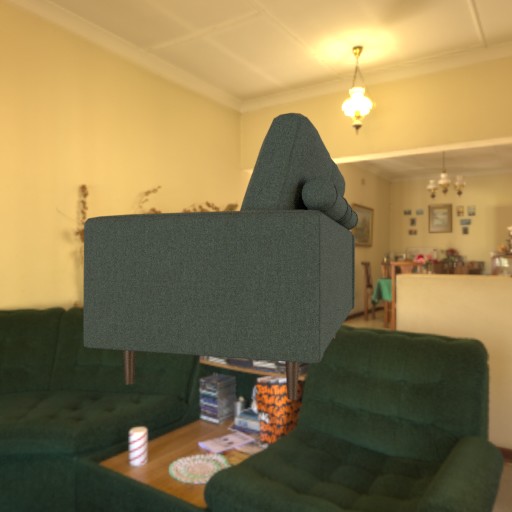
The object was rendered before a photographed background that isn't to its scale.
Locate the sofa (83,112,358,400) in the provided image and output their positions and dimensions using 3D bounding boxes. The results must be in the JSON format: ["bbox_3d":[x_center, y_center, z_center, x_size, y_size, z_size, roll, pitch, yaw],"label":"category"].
[{"bbox_3d":[0.000,0.000,2.009,0.842,0.907,1.407,0,0,17],"label":"sofa"}]
